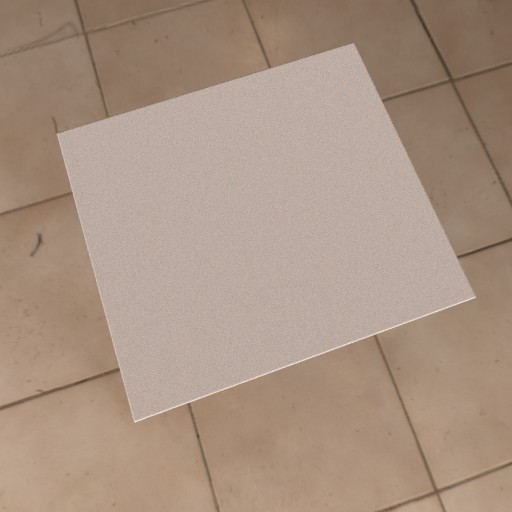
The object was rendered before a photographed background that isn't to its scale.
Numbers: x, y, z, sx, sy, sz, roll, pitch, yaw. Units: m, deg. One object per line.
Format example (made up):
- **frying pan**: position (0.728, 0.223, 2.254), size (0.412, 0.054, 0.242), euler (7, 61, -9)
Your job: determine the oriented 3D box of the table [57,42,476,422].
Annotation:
- **table**: position (0.000, 0.000, 0.775), size (0.420, 0.460, 0.380), euler (-19, 76, -5)
